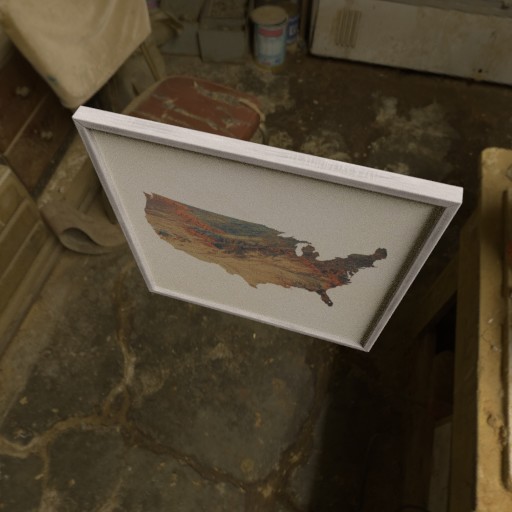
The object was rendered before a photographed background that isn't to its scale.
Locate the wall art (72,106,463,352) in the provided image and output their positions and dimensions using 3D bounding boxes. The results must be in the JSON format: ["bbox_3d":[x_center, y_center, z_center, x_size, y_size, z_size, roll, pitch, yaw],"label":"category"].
[{"bbox_3d":[0.000,0.000,0.463,0.303,0.303,0.015,14,59,9],"label":"wall art"}]
